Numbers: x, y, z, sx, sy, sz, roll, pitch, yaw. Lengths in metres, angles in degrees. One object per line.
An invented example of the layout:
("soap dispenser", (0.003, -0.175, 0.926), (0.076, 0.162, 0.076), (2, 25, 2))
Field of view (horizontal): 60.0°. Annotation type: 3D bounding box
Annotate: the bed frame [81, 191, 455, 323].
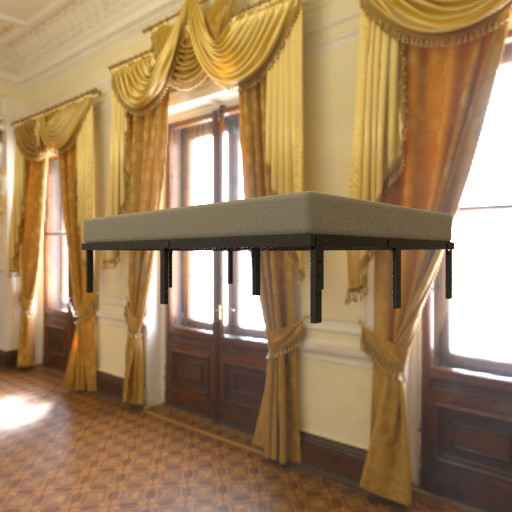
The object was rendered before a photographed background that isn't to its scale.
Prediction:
("bed frame", (0.000, 0.000, 3.813), (2.205, 0.680, 2.842), (0, 0, -38))
